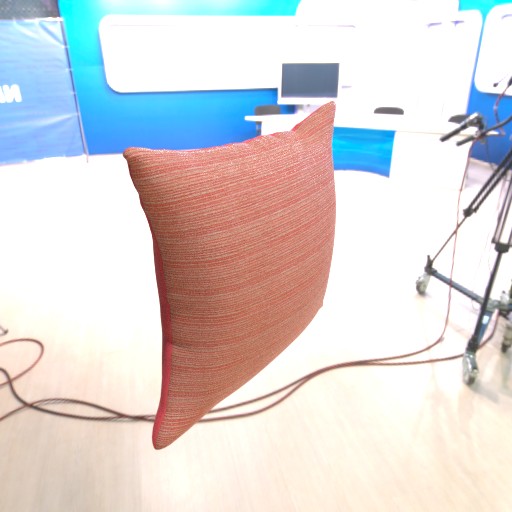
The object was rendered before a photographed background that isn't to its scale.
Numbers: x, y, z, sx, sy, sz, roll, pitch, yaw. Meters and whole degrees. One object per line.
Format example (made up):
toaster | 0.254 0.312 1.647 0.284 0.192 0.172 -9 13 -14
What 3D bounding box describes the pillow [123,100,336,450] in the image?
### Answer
pillow | 0.000 0.000 0.826 0.229 0.501 0.559 18 31 32
